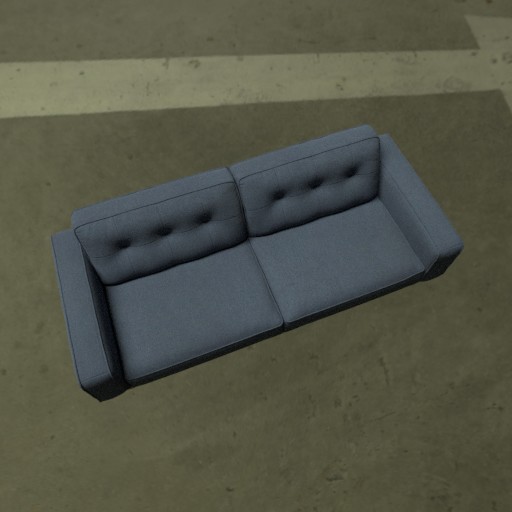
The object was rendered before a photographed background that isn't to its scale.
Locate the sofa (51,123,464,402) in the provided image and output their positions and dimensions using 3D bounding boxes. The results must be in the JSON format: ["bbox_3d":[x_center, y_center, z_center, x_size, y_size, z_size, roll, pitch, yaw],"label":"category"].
[{"bbox_3d":[0.000,0.000,2.730,2.270,0.782,0.953,-19,63,-10],"label":"sofa"}]
